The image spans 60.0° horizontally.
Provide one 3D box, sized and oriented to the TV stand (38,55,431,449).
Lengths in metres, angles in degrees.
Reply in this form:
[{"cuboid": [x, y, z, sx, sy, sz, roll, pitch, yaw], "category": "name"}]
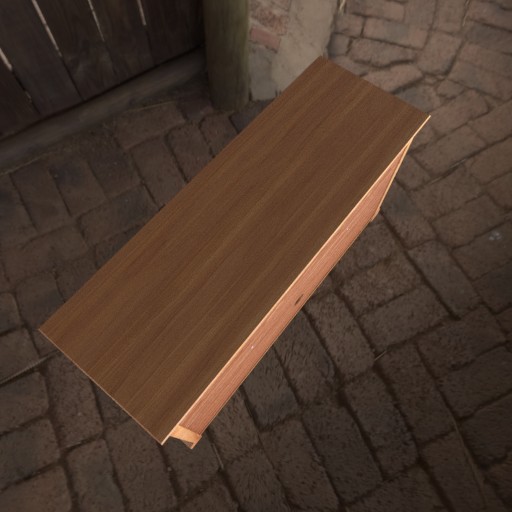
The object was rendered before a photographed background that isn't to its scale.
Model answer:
[{"cuboid": [0.000, 0.000, 1.477, 0.417, 0.607, 1.181, 36, 70, 15], "category": "TV stand"}]
